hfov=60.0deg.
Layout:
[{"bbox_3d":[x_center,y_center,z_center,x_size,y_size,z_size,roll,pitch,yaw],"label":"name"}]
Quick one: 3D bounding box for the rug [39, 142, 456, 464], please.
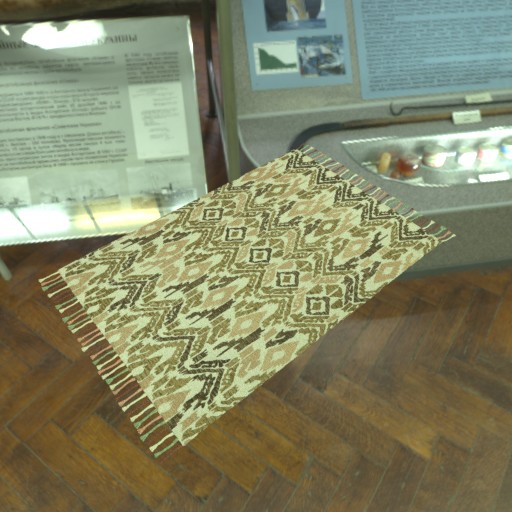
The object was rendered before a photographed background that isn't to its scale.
[{"bbox_3d":[0.000,0.000,2.999,2.438,0.008,1.524,-32,55,-26],"label":"rug"}]
